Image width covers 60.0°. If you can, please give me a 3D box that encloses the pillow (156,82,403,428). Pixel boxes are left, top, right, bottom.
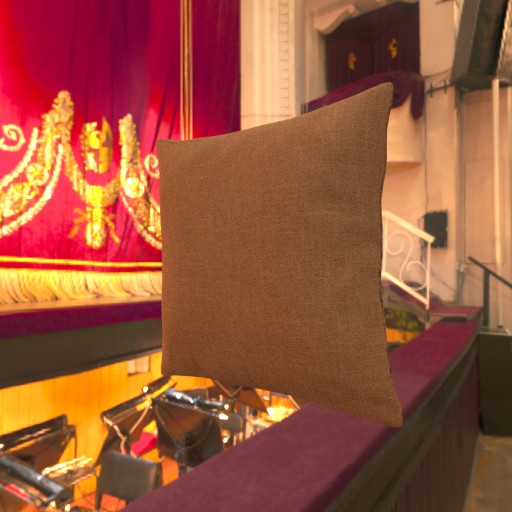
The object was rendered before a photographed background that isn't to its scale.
[{"bbox_3d":[0.000,0.000,0.799,0.523,0.506,0.166,-1,-1,37],"label":"pillow"}]
